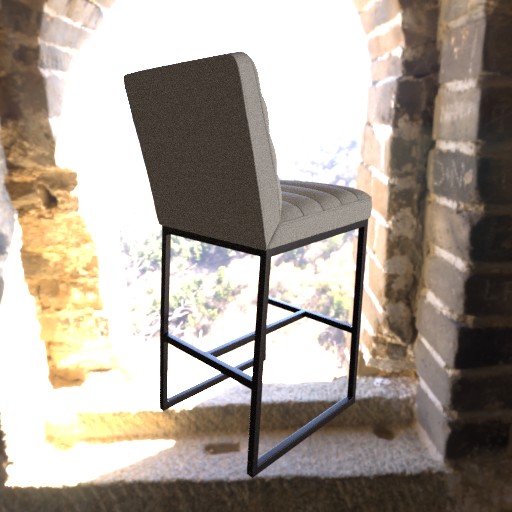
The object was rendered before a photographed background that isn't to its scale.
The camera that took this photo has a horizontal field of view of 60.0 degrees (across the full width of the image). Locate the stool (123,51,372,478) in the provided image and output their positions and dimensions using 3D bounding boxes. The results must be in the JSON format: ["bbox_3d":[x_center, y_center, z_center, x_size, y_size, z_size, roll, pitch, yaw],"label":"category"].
[{"bbox_3d":[0.000,0.000,1.338,0.560,1.040,0.460,-15,21,-43],"label":"stool"}]
